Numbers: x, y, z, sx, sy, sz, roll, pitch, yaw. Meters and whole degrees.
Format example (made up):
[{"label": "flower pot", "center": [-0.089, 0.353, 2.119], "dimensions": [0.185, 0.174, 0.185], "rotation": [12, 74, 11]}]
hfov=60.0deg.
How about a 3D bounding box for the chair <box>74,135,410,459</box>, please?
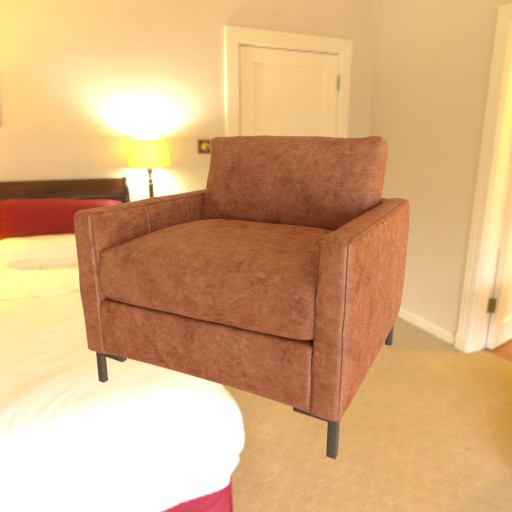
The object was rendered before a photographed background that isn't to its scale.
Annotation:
[{"label": "chair", "center": [0.000, 0.000, 1.645], "dimensions": [0.967, 0.869, 0.862], "rotation": [7, 17, 26]}]
